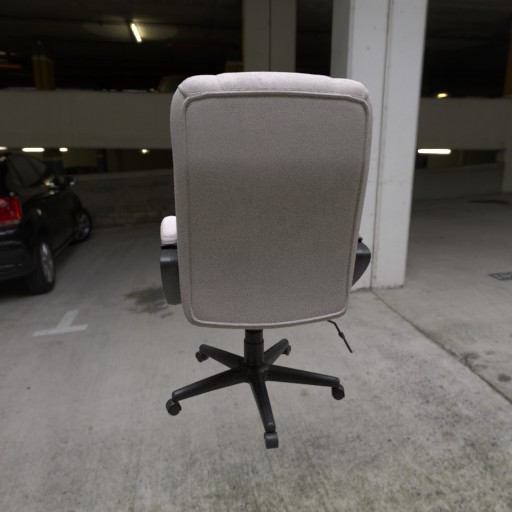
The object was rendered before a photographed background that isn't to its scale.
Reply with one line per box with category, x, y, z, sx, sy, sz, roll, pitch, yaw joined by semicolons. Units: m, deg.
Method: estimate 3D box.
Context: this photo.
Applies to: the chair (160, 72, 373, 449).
chair;0.000;0.000;1.544;0.667;1.105;0.724;-2;14;-9
